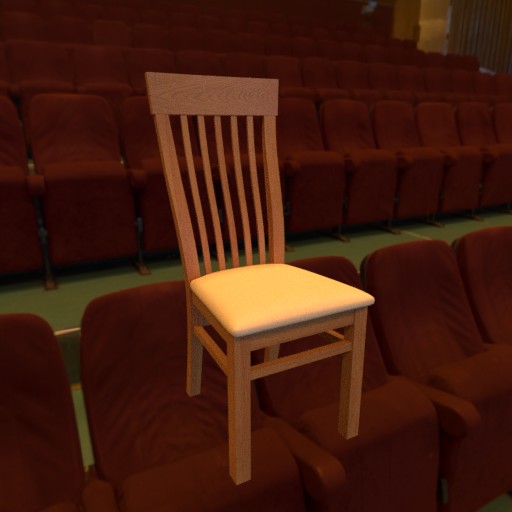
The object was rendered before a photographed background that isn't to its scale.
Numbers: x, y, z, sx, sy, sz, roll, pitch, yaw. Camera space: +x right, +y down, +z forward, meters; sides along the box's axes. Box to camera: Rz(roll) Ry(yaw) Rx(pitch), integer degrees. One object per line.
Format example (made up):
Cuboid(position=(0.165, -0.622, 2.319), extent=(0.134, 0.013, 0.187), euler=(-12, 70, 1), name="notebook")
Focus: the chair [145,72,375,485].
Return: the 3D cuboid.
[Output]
Cuboid(position=(0.000, 0.000, 1.329), extent=(0.450, 1.050, 0.580), euler=(-9, 19, -27), name="chair")
